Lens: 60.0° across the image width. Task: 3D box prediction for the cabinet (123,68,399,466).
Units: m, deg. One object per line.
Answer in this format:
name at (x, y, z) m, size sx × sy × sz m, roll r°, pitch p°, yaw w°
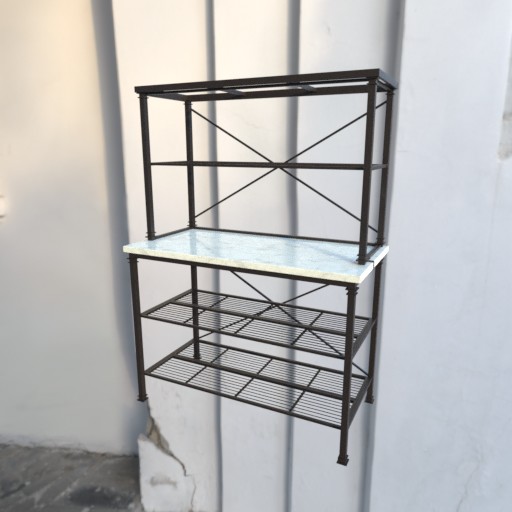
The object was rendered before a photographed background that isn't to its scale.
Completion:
cabinet at (0.000, 0.000, 2.261) m, size 1.210 × 1.659 × 0.610 m, roll 7°, pitch 15°, yaw 25°
